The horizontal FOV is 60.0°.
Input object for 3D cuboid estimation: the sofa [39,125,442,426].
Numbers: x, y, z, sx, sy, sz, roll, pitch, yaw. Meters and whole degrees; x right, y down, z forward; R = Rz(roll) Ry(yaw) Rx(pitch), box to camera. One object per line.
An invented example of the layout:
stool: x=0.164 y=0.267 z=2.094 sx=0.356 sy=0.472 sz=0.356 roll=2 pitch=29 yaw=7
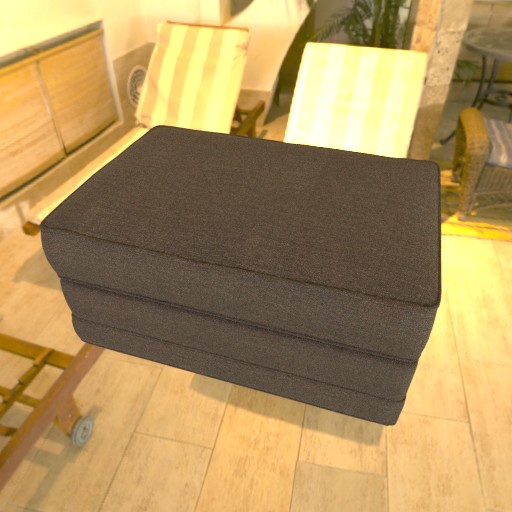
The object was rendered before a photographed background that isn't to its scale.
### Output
sofa: x=0.000 y=0.000 z=1.191 sx=0.854 sy=0.457 sz=0.578 roll=11 pitch=41 yaw=13
